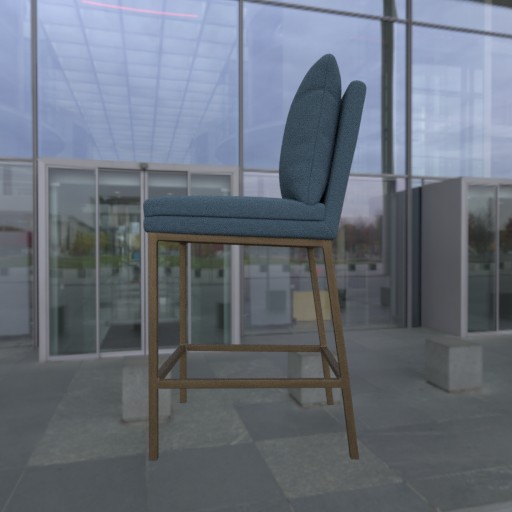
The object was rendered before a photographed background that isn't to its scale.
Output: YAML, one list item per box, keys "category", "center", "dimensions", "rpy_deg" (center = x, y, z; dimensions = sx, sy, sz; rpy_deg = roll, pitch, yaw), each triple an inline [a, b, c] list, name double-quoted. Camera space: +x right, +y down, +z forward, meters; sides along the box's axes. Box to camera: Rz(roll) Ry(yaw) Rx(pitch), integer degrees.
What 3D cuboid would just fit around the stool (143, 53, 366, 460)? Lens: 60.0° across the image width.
- category: "stool"
  center: [0.000, 0.000, 1.336]
  dimensions: [0.568, 1.032, 0.463]
  rpy_deg: [0, 1, 1]
